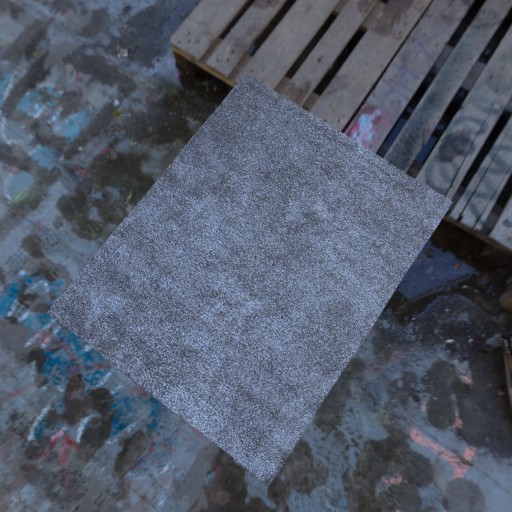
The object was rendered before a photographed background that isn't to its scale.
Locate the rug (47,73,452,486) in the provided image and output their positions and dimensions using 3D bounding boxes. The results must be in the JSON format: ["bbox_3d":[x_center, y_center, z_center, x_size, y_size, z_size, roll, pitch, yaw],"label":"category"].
[{"bbox_3d":[0.000,0.000,4.040,2.401,0.025,3.000,35,78,8],"label":"rug"}]
